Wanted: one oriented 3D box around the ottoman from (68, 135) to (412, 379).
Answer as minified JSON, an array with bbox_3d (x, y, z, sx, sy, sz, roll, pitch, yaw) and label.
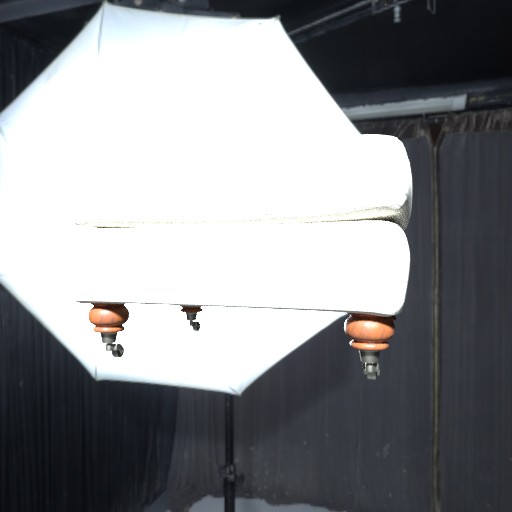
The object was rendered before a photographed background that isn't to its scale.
[{"bbox_3d":[0.000,0.000,1.161,0.773,0.499,0.569,0,-1,19],"label":"ottoman"}]
